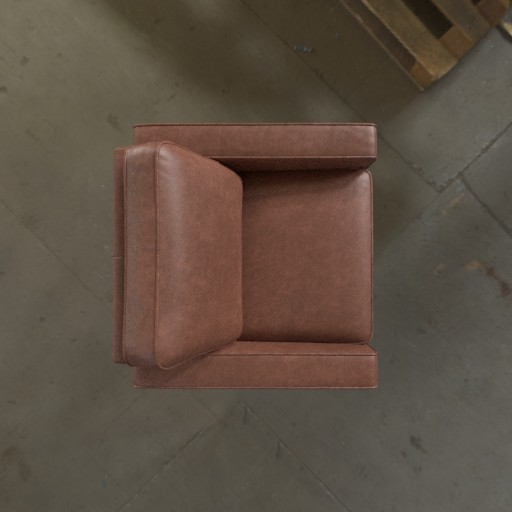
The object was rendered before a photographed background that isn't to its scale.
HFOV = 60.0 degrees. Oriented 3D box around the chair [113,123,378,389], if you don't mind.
[{"bbox_3d":[0.000,0.000,1.755,0.940,0.919,1.017,0,89,1],"label":"chair"}]
